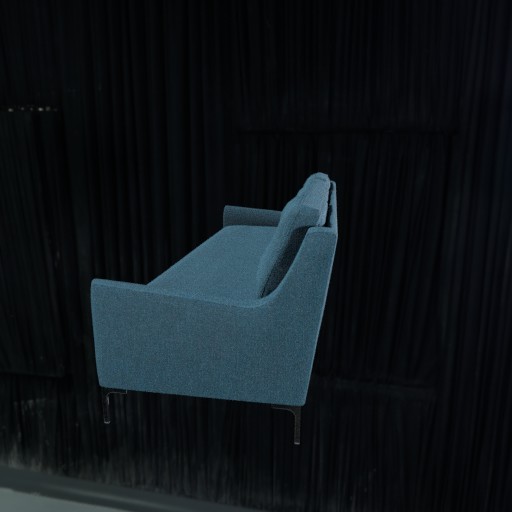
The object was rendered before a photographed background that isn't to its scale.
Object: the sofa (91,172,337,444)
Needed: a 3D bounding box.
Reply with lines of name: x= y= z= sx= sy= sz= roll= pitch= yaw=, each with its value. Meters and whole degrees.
sofa: x=0.000 y=0.000 z=2.464 sx=0.849 sy=0.837 sz=2.060 roll=2 pitch=14 yaw=9
